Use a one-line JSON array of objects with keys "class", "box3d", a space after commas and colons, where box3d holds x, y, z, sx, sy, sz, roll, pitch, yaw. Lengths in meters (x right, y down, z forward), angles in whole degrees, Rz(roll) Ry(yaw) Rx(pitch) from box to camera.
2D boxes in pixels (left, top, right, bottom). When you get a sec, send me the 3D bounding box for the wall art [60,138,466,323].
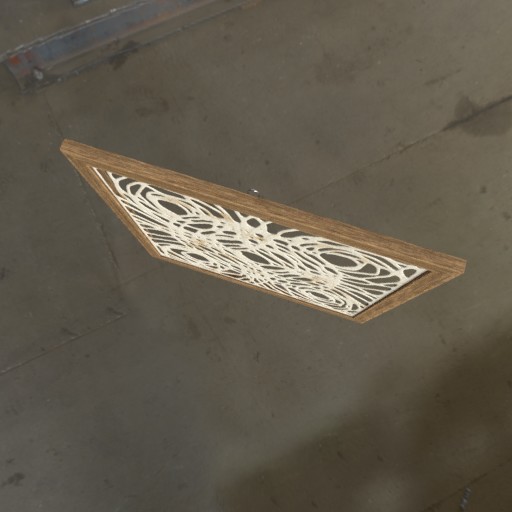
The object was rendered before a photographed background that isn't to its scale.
[{"class": "wall art", "box3d": [0.000, 0.000, 0.849, 0.561, 0.576, 0.021, 17, 76, 5]}]
